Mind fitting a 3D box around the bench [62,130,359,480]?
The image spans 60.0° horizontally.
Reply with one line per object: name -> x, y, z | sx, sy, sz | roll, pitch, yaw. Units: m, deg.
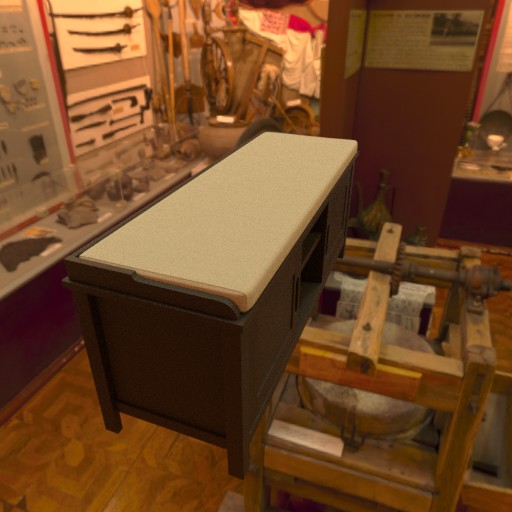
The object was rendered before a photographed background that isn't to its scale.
bench -> 0.000, 0.000, 1.395 | 0.398, 0.501, 1.140 | 11, 31, 19
